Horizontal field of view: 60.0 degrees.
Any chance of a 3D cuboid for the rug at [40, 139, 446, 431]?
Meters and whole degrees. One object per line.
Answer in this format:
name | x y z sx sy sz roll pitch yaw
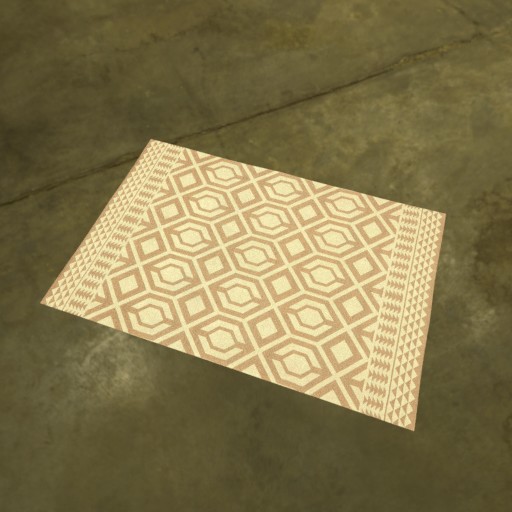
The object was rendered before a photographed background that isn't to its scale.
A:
rug | 0.000 0.000 2.334 1.829 0.008 1.219 16 59 10
